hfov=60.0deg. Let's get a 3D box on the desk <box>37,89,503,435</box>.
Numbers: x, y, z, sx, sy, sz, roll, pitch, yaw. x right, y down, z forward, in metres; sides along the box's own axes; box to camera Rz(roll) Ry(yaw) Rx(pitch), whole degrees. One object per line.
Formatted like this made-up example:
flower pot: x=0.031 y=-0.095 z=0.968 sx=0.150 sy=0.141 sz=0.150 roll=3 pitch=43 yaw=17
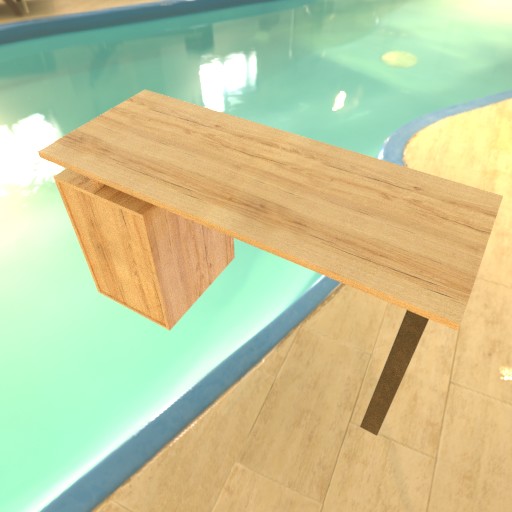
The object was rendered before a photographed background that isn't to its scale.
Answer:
desk: x=0.000 y=0.000 z=1.686 sx=1.400 sy=0.760 sz=0.550 roll=23 pitch=50 yaw=21
